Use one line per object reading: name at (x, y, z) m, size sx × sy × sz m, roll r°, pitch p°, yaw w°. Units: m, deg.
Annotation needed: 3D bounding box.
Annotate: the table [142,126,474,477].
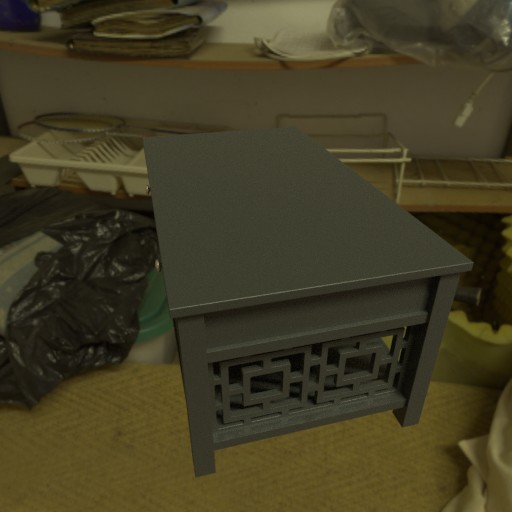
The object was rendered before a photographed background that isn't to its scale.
table at (0.000, 0.000, 1.381) m, size 0.612 × 0.493 × 1.068 m, roll -8°, pitch 32°, yaw -13°
